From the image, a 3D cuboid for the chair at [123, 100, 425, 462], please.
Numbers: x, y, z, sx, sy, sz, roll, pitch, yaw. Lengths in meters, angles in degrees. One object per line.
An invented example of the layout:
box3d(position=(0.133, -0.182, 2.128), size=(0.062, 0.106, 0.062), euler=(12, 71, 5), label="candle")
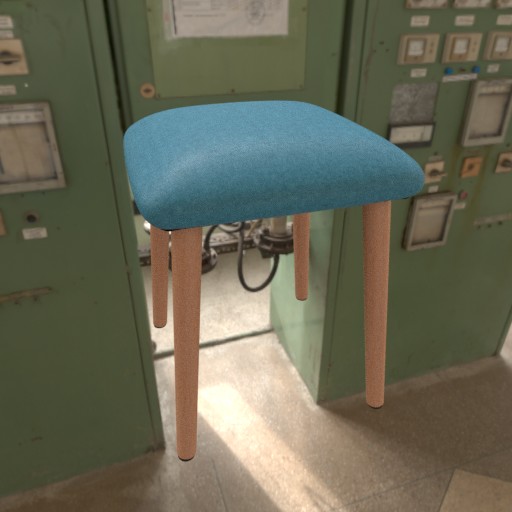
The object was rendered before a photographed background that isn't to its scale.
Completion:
box3d(position=(0.000, 0.000, 0.718), size=(0.360, 0.450, 0.360), euler=(-9, 32, -15), label="chair")
